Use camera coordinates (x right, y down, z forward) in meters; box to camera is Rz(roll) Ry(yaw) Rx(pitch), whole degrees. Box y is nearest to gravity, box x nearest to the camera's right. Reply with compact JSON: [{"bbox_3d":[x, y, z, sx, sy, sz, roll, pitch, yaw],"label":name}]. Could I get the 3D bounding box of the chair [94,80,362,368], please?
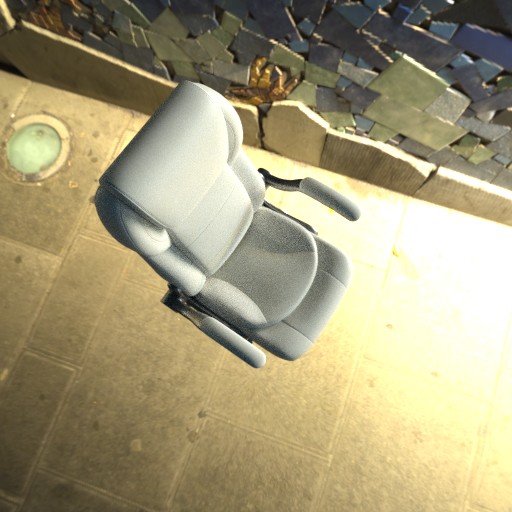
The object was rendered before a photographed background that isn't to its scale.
[{"bbox_3d":[0.000,0.000,1.827,0.806,1.330,0.755,33,77,8],"label":"chair"}]
